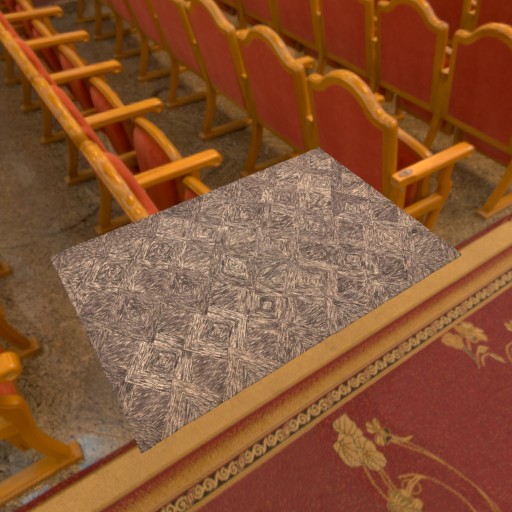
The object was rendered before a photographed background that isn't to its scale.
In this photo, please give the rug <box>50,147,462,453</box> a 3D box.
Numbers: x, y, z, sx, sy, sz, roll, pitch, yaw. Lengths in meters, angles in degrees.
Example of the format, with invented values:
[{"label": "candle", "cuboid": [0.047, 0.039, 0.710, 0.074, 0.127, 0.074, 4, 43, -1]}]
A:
[{"label": "rug", "cuboid": [0.000, 0.000, 2.311, 1.808, 0.011, 1.189, -26, 52, -22]}]
